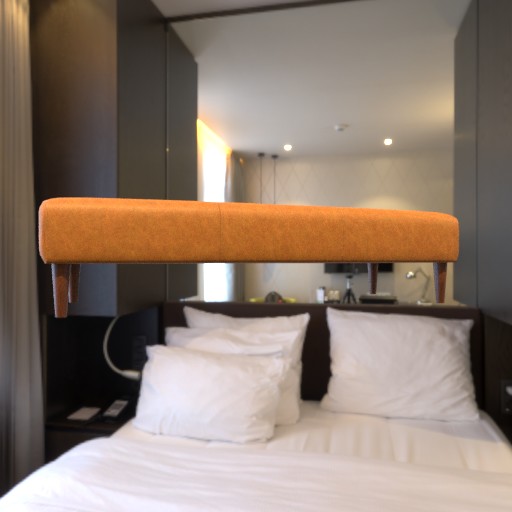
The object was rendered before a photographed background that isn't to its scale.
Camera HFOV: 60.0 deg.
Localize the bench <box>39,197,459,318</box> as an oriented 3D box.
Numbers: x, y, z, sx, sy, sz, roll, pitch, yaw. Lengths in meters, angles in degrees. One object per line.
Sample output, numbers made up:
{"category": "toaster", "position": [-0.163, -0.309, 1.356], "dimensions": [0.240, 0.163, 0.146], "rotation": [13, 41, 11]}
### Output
{"category": "bench", "position": [0.000, 0.000, 1.896], "dimensions": [1.610, 0.399, 0.653], "rotation": [0, 0, -18]}
